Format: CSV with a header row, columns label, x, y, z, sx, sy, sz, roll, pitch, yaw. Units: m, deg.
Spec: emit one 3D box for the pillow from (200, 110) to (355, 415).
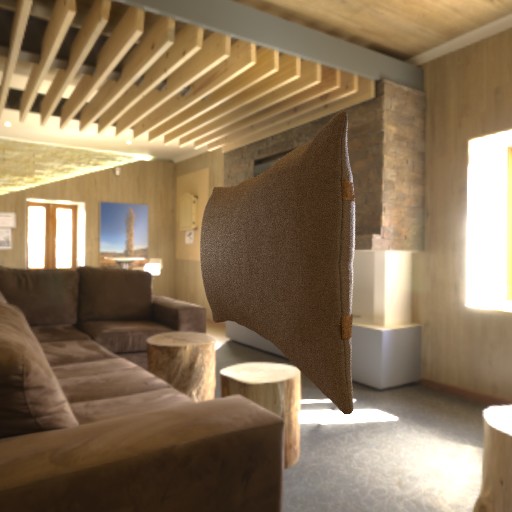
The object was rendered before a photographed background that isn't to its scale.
label,x,y,z,sx,sy,sz,roll,pitch,yaw
pillow,0.000,0.000,0.724,0.148,0.308,0.612,0,1,-18
